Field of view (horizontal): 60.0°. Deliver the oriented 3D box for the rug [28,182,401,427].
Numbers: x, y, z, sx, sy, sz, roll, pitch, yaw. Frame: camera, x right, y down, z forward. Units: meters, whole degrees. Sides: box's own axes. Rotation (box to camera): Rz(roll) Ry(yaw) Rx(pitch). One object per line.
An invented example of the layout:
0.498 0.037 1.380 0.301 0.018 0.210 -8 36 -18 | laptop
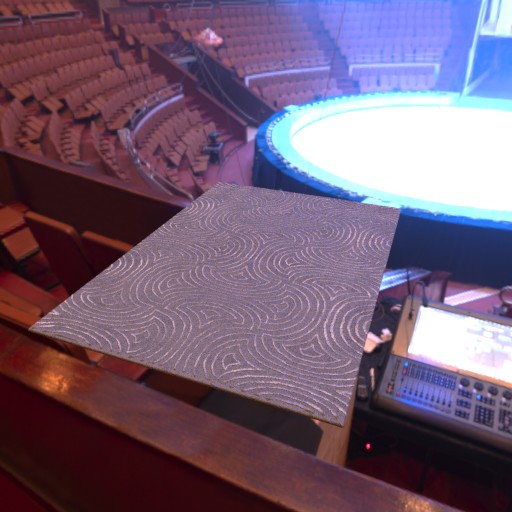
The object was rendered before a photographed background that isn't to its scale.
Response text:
0.000 0.000 2.772 1.543 0.015 2.144 11 32 18 | rug
